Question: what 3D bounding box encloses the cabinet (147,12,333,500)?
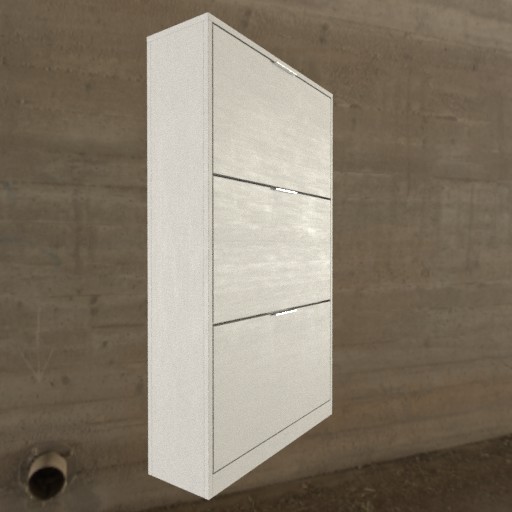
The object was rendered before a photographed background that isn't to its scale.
[{"bbox_3d":[0.000,0.000,1.533,0.250,1.280,0.750,1,1,35],"label":"cabinet"}]
